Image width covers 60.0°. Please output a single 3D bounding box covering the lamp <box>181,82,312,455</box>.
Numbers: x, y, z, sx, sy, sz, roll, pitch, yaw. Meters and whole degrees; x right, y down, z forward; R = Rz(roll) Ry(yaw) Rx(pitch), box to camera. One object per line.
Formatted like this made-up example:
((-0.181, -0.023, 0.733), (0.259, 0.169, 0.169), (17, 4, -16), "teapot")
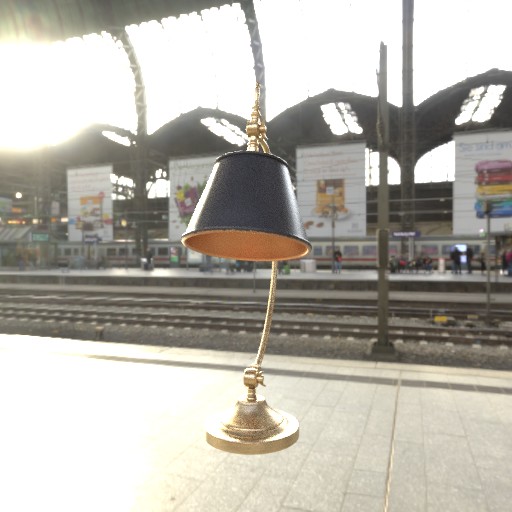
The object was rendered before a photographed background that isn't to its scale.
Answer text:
((0.000, 0.000, 0.853), (0.235, 0.675, 0.344), (0, 0, 17), "lamp")
